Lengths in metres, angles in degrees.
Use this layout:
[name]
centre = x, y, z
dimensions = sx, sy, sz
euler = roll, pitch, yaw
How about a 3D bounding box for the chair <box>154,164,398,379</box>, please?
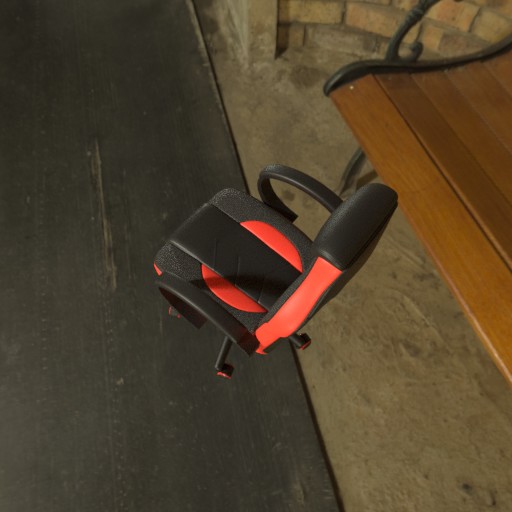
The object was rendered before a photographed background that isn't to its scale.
[chair]
centre = 0.000, 0.000, 1.405
dimensions = 0.642, 1.016, 0.600
euler = 35, 68, 17
